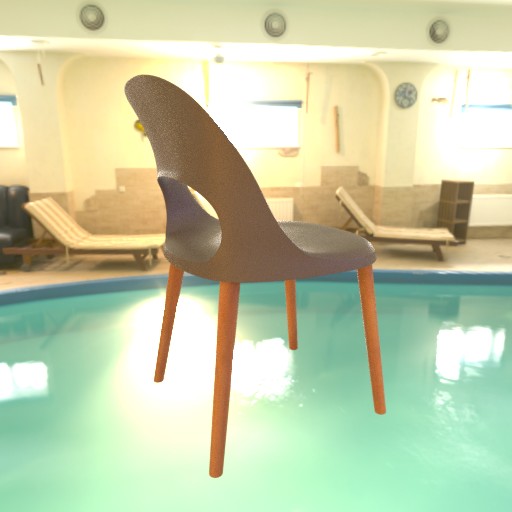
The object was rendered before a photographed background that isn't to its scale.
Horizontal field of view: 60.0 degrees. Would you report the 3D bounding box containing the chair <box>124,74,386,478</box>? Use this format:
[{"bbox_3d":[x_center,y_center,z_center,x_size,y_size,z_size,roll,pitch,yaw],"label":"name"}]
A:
[{"bbox_3d":[0.000,0.000,1.100,0.556,0.795,0.470,-7,16,-27],"label":"chair"}]
